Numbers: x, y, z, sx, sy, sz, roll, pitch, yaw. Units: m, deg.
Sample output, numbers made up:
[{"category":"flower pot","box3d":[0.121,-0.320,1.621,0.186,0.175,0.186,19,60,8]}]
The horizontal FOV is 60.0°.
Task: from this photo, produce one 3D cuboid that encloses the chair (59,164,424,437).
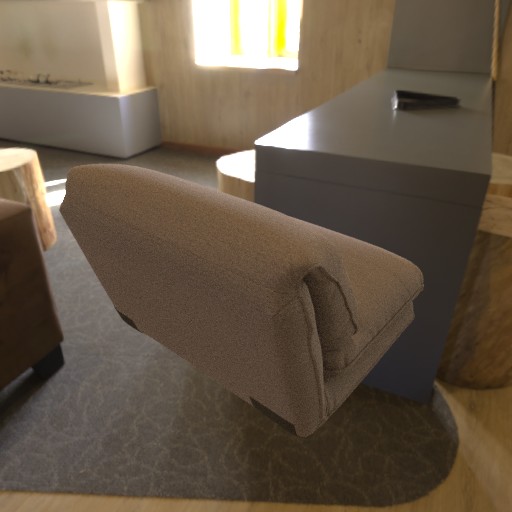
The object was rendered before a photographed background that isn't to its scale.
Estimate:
[{"category":"chair","box3d":[0.000,0.000,1.338,0.820,0.580,0.780,23,37,34]}]
